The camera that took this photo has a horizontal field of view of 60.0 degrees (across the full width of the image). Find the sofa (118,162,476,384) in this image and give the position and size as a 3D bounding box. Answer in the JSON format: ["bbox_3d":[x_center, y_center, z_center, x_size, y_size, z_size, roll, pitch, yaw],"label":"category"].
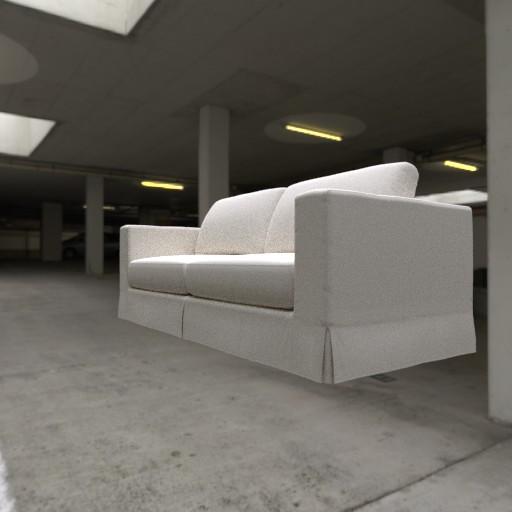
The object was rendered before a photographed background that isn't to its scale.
[{"bbox_3d":[0.000,0.000,2.625,0.954,0.881,2.163,0,-1,-35],"label":"sofa"}]
